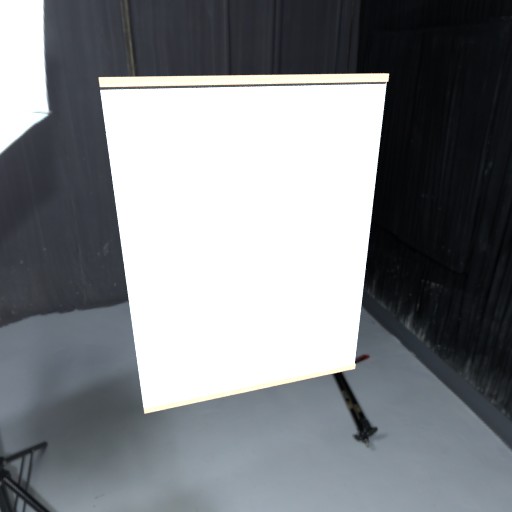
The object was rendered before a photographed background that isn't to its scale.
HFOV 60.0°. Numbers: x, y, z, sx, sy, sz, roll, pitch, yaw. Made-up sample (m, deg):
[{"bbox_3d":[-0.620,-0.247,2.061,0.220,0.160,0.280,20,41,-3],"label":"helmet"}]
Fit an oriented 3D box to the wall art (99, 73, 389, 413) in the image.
[{"bbox_3d":[0.000,0.000,0.805,0.459,0.608,0.012,-7,25,-16],"label":"wall art"}]
